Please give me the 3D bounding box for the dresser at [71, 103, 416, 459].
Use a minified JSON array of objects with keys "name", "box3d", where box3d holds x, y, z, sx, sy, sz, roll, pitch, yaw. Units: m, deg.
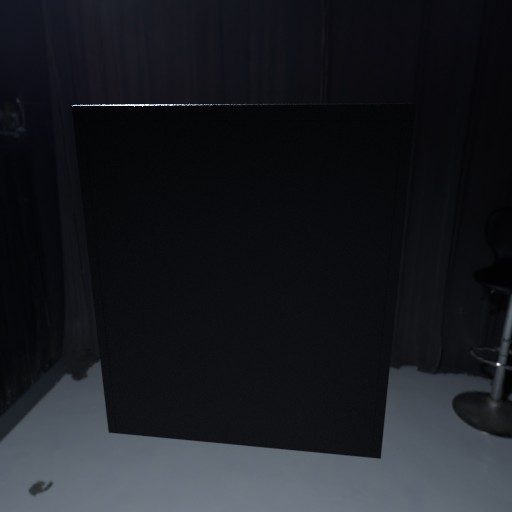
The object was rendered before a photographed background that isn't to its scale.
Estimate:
[{"name":"dresser","box3d":[0.000,0.000,0.747,0.400,0.470,0.360,2,17,7]}]
